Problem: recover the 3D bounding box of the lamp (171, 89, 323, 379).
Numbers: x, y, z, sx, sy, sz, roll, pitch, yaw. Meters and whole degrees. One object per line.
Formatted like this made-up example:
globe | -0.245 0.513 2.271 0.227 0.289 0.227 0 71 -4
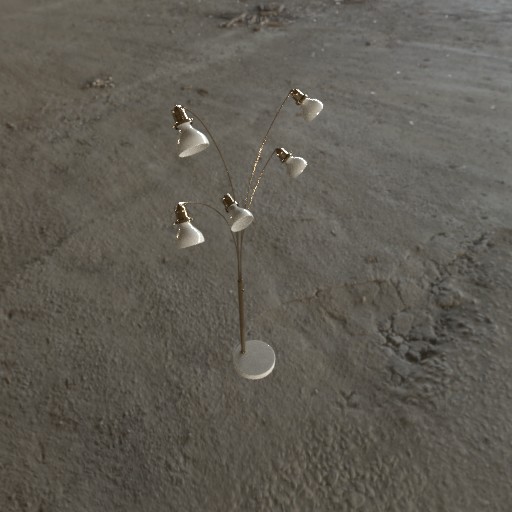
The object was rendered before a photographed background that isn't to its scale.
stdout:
lamp | 0.000 0.000 3.030 0.361 2.423 1.405 26 48 25
